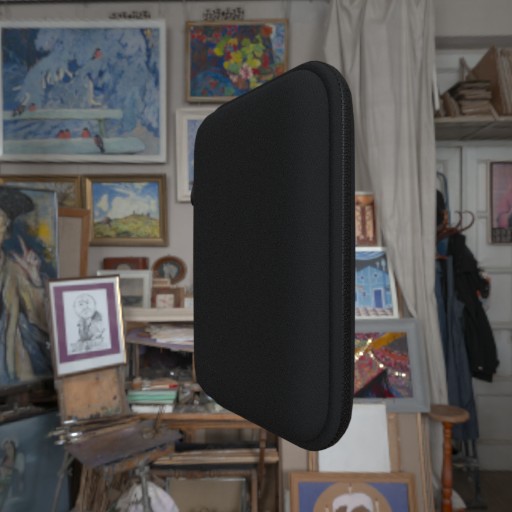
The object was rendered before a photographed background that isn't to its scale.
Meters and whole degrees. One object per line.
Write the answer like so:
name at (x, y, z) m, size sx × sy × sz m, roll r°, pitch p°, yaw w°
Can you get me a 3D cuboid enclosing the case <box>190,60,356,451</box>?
case at (0.000, 0.000, 0.197) m, size 0.030 × 0.147 × 0.107 m, roll 0°, pitch 0°, yaw -36°
